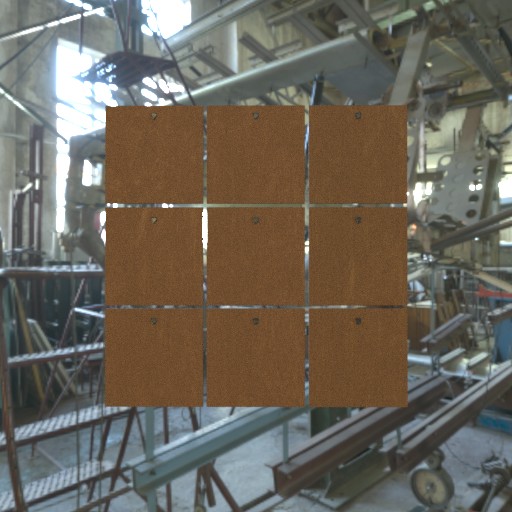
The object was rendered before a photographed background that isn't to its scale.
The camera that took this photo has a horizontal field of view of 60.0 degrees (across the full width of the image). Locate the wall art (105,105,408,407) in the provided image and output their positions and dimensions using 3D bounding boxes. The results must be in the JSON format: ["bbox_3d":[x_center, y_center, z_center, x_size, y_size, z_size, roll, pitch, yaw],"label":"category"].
[{"bbox_3d":[0.000,0.000,2.238,1.526,1.522,0.023,0,0,0],"label":"wall art"}]
